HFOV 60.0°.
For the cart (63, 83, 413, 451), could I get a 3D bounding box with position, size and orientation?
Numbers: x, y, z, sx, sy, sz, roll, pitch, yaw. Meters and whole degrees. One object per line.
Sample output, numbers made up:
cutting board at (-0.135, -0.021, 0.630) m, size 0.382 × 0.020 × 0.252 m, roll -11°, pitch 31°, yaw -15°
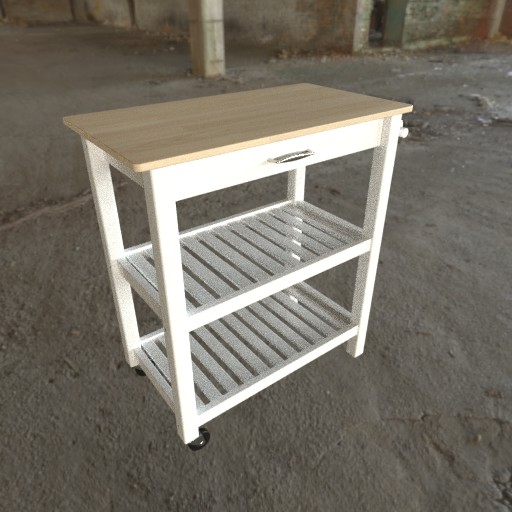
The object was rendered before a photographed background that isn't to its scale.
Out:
cart at (0.000, 0.000, 1.441) m, size 0.899 × 0.927 × 0.457 m, roll -21°, pitch 37°, yaw -31°
